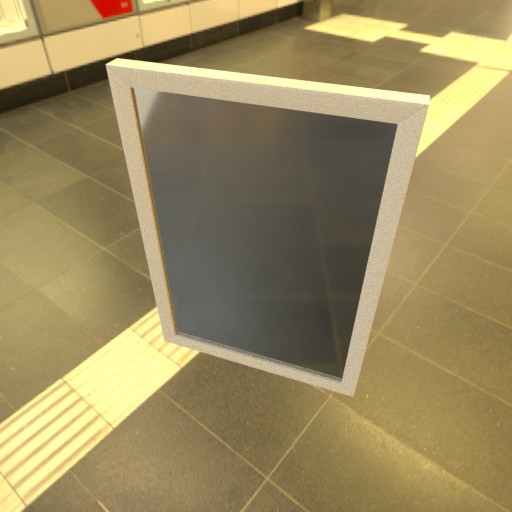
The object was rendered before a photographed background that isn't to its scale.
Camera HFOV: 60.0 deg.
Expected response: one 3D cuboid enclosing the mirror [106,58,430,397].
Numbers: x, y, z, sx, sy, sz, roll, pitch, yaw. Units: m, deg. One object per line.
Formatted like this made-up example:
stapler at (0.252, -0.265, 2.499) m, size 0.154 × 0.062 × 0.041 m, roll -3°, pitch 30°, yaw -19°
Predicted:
mirror at (0.000, 0.000, 0.904) m, size 0.507 × 0.710 × 0.040 m, roll 13°, pitch 42°, yaw 15°
